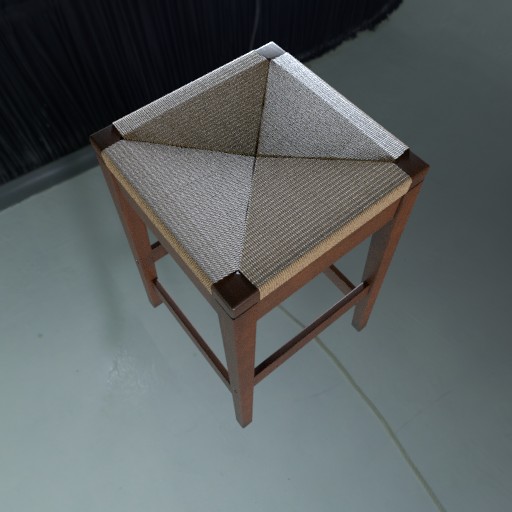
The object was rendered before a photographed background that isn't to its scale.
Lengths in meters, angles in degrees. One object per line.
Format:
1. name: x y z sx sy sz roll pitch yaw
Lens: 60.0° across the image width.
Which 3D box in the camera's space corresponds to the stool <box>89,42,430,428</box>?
1. stool: 0.000 0.000 1.103 0.497 0.762 0.507 -35 66 -18
